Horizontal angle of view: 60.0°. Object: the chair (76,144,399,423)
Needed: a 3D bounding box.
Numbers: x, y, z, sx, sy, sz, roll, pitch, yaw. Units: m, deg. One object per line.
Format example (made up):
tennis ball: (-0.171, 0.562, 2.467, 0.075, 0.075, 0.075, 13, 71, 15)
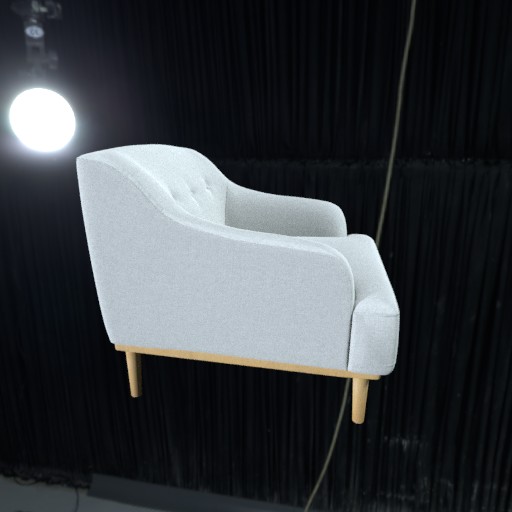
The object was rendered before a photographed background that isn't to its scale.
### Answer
chair: (0.000, 0.000, 1.685, 0.951, 0.818, 0.946, 3, 16, 9)
